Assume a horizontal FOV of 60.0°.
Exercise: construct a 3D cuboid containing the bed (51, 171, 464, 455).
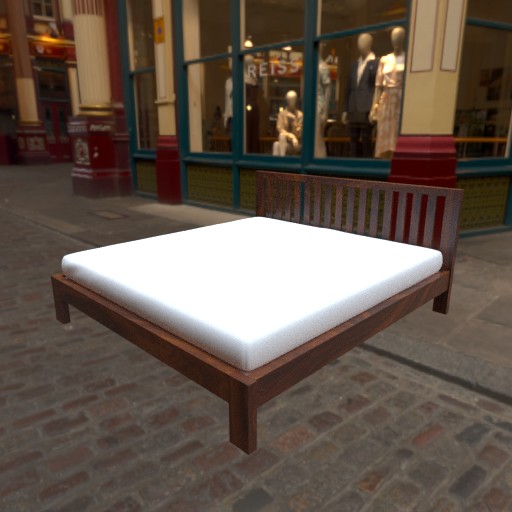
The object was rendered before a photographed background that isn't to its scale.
[{"bbox_3d":[0.000,0.000,3.025,1.905,0.890,2.030,15,22,42],"label":"bed"}]
